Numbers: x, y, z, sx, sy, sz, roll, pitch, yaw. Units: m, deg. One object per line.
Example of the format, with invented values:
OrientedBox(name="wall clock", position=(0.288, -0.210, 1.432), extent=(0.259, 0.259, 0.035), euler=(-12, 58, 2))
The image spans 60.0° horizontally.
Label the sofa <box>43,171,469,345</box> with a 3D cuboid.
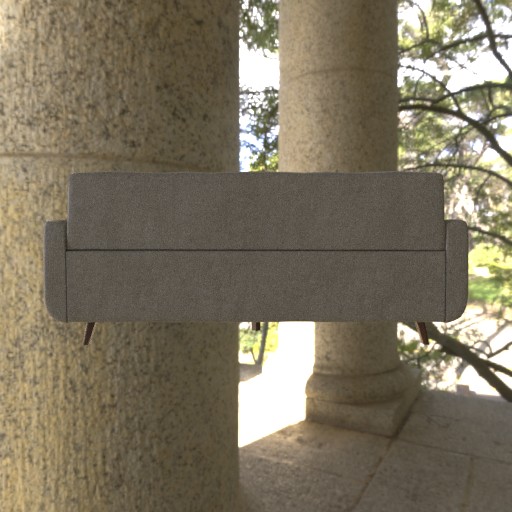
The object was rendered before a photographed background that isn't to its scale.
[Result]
OrientedBox(name="sofa", position=(0.000, 0.000, 2.608), extent=(2.055, 0.873, 0.968), euler=(0, 1, 0))
